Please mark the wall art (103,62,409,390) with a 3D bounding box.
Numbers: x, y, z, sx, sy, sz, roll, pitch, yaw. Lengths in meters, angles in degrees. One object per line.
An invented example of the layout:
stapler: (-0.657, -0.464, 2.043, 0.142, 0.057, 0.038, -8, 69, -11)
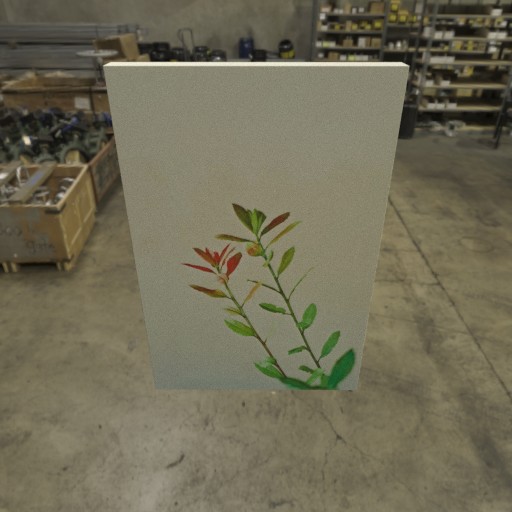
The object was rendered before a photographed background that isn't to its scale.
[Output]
wall art: (0.000, 0.000, 0.762, 0.408, 0.611, 0.038, 0, 31, 0)
